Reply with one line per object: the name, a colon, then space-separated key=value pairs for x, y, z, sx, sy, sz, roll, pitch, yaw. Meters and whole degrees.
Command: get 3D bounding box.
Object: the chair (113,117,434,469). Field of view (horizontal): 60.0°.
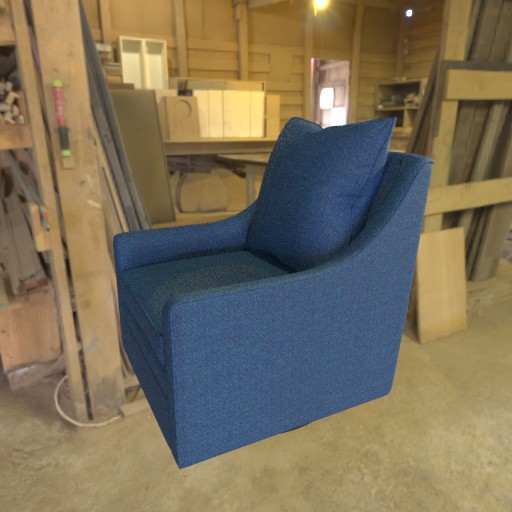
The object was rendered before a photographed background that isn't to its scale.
chair: x=0.000 y=0.000 z=1.570 sx=0.870 sy=0.939 sz=0.750 roll=-9 pitch=19 yaw=-26
